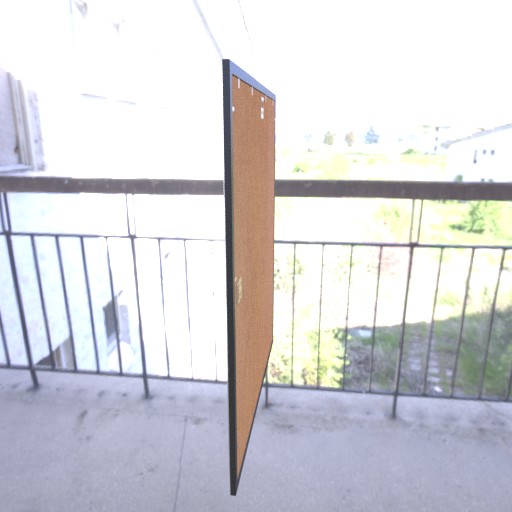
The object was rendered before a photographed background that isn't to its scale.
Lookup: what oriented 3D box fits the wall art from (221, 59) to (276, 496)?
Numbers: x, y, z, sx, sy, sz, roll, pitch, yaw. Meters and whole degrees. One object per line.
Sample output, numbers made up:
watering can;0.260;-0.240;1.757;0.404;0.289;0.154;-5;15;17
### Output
wall art;0.000;0.000;0.903;0.018;0.660;0.559;2;16;8
